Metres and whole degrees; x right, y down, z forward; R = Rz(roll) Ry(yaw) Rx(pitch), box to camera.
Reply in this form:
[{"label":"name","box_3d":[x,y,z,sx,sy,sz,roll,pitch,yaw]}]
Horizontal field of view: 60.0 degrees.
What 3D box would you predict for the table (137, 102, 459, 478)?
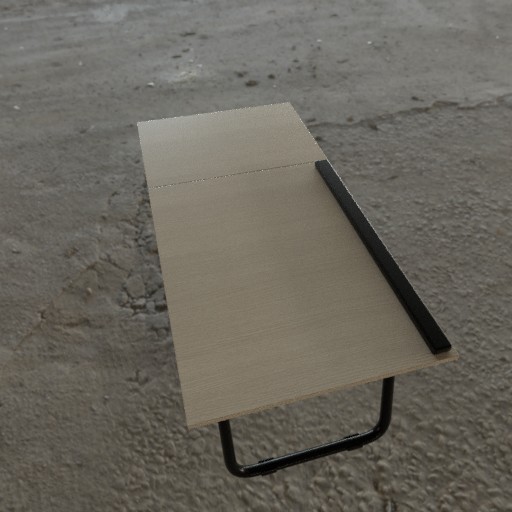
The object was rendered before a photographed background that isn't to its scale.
[{"label":"table","box_3d":[0.000,0.000,0.785,0.322,0.242,0.644,-11,47,-10]}]
